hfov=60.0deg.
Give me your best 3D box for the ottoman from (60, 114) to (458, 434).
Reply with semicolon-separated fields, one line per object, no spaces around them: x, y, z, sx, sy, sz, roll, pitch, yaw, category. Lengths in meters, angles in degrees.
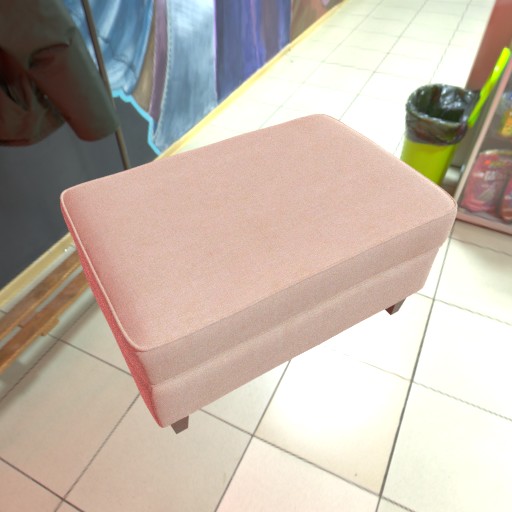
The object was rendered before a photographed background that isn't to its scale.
0.000;0.000;1.243;0.862;0.484;0.583;-23;50;-21;ottoman
